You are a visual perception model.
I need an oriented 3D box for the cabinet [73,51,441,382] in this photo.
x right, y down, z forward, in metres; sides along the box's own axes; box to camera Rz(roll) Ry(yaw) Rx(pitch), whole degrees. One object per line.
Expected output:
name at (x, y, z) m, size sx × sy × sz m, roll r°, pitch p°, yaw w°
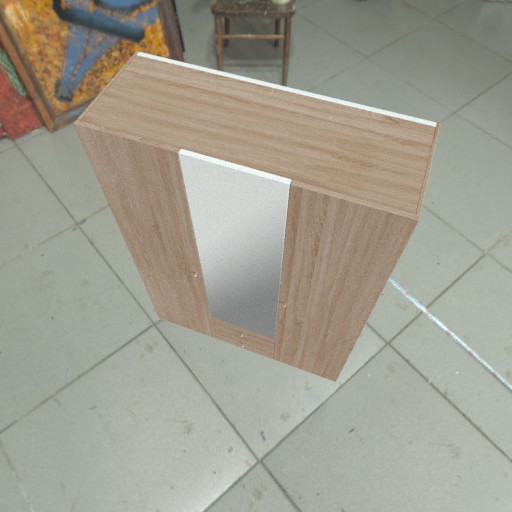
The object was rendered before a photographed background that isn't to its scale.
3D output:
cabinet at (0.000, 0.000, 2.819) m, size 1.500 × 2.120 × 0.590 m, roll 18°, pitch 59°, yaw 11°
